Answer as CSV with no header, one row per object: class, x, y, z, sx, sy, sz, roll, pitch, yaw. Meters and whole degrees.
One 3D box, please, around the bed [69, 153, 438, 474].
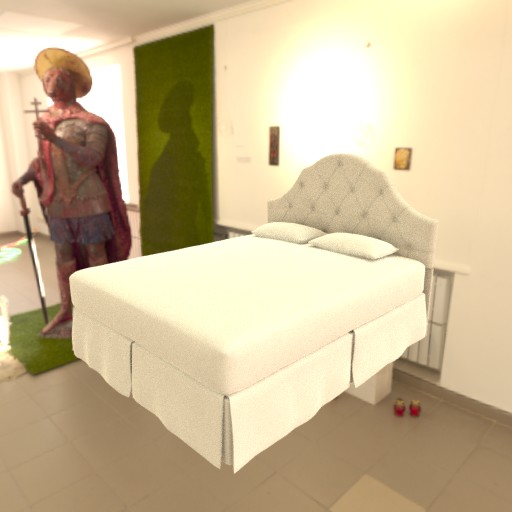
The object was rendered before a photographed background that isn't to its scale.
bed,0.000,0.000,3.677,2.039,1.617,2.477,14,20,43
